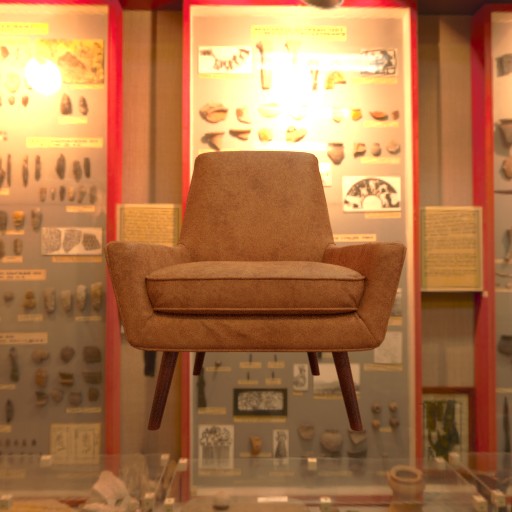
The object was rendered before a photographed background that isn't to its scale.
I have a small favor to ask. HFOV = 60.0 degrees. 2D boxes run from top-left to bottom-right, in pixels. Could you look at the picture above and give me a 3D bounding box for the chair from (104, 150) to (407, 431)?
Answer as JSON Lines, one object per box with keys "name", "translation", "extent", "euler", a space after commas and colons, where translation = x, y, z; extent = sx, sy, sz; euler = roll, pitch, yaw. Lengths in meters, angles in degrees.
{"name": "chair", "translation": [0.000, 0.000, 1.499], "extent": [0.753, 0.883, 0.851], "euler": [0, -1, 0]}
